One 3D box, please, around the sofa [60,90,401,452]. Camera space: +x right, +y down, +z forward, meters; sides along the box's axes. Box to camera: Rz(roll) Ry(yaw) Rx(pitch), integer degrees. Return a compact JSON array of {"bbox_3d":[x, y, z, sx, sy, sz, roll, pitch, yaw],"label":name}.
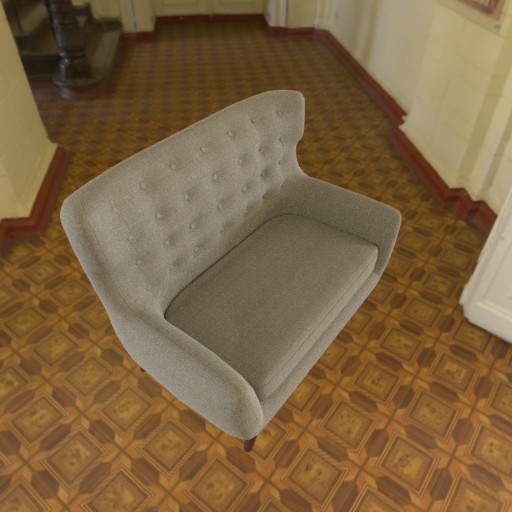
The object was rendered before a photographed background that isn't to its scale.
[{"bbox_3d":[0.000,0.000,2.052,0.884,1.028,1.386,27,48,27],"label":"sofa"}]
